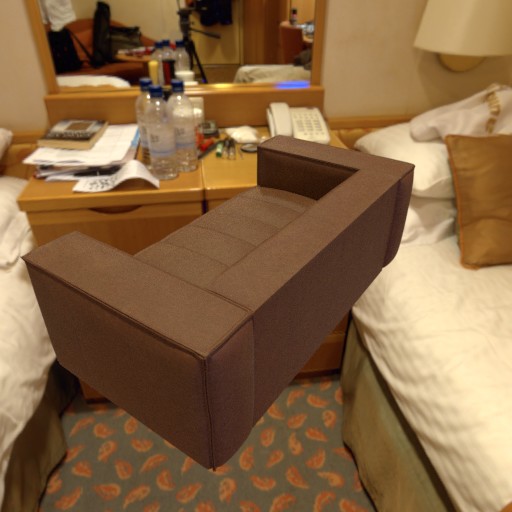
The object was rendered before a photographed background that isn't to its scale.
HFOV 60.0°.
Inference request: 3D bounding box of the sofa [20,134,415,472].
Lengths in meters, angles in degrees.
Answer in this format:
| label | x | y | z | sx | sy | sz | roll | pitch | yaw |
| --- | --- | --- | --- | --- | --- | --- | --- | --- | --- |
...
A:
| label | x | y | z | sx | sy | sz | roll | pitch | yaw |
| --- | --- | --- | --- | --- | --- | --- | --- | --- | --- |
| sofa | 0.000 | 0.000 | 2.525 | 1.102 | 0.703 | 2.088 | 21 | 38 | 29 |
